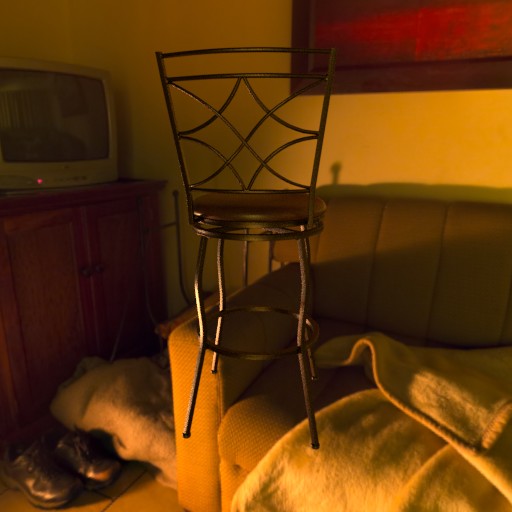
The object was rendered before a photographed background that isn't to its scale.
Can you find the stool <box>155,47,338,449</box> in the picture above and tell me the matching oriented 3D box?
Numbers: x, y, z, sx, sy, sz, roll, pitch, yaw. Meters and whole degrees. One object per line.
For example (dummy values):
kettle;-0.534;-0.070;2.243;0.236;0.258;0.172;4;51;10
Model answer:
stool;0.000;0.000;1.389;0.434;1.117;0.534;2;15;7
